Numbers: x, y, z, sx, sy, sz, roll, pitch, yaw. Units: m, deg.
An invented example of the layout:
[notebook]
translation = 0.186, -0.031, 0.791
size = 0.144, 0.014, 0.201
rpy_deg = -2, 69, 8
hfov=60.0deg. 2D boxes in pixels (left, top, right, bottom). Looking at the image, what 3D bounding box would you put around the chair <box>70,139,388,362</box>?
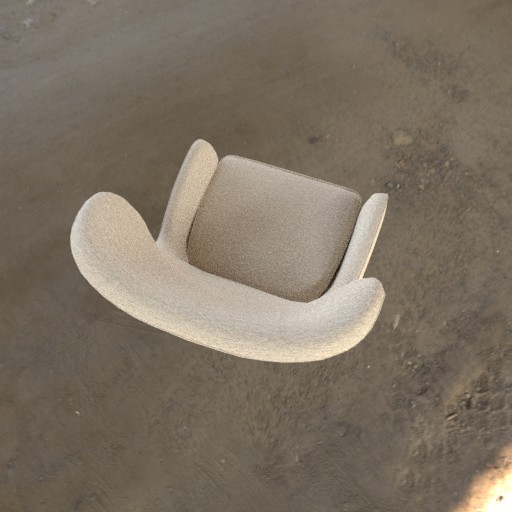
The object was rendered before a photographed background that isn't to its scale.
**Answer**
[chair]
translation = 0.000, 0.000, 1.716
size = 0.861, 1.064, 0.984
rpy_deg = 18, 65, 9
